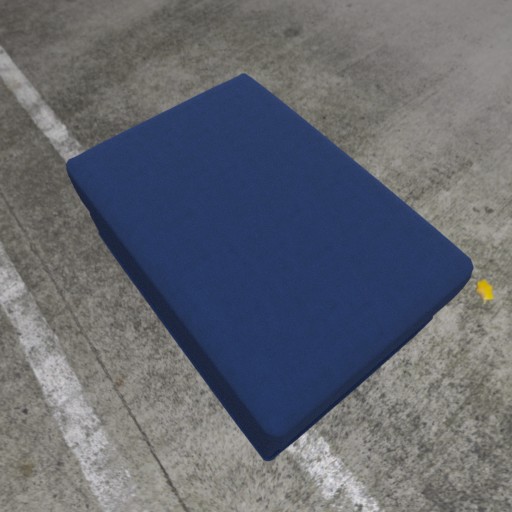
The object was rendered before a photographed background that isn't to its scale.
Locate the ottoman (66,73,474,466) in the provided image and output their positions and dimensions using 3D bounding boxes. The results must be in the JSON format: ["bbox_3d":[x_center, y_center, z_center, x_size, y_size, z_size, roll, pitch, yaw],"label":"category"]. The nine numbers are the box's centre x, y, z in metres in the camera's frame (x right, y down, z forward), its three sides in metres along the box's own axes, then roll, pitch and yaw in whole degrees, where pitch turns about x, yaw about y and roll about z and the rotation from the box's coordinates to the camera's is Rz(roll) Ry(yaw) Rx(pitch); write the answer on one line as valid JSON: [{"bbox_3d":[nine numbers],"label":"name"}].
[{"bbox_3d":[0.000,0.000,1.191,0.587,0.498,0.835,-34,64,-19],"label":"ottoman"}]
